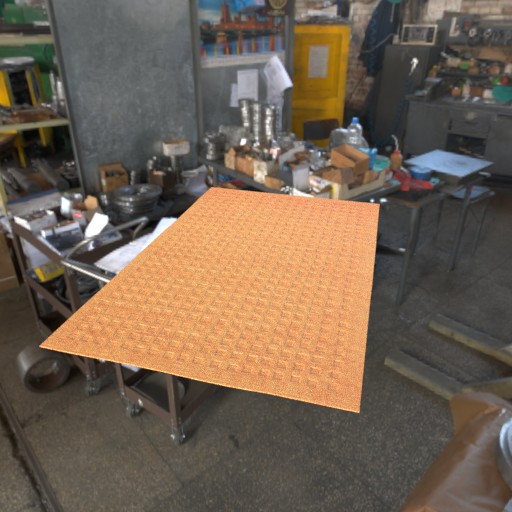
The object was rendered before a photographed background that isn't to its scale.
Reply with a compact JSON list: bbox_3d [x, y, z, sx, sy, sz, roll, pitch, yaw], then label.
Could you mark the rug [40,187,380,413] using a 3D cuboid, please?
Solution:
[{"bbox_3d":[0.000,0.000,2.213,1.143,0.006,1.747,8,30,14],"label":"rug"}]
